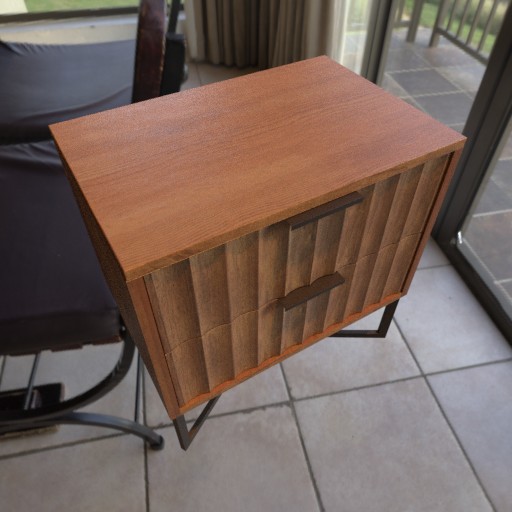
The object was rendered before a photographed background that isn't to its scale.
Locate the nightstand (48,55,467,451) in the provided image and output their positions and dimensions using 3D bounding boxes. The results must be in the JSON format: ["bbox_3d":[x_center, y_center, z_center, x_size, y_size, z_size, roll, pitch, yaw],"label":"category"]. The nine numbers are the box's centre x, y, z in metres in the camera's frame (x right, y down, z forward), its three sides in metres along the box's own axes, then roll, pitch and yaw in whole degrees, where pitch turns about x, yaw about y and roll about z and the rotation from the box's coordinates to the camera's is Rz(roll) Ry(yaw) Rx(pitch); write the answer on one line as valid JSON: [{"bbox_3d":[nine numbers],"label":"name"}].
[{"bbox_3d":[0.000,0.000,0.994,0.613,0.615,0.427,-23,50,-21],"label":"nightstand"}]
